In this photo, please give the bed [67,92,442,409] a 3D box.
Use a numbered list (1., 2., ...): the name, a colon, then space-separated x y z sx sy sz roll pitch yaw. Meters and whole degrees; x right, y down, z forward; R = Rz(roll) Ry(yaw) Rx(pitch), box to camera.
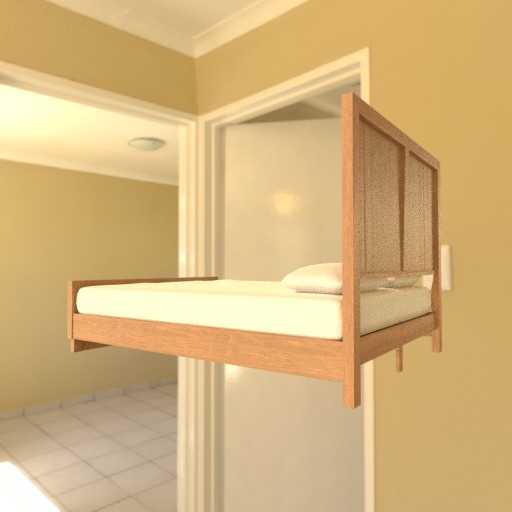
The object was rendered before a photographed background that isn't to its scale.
1. bed: 0.000 0.000 3.223 2.184 1.387 1.606 -1 -2 35
